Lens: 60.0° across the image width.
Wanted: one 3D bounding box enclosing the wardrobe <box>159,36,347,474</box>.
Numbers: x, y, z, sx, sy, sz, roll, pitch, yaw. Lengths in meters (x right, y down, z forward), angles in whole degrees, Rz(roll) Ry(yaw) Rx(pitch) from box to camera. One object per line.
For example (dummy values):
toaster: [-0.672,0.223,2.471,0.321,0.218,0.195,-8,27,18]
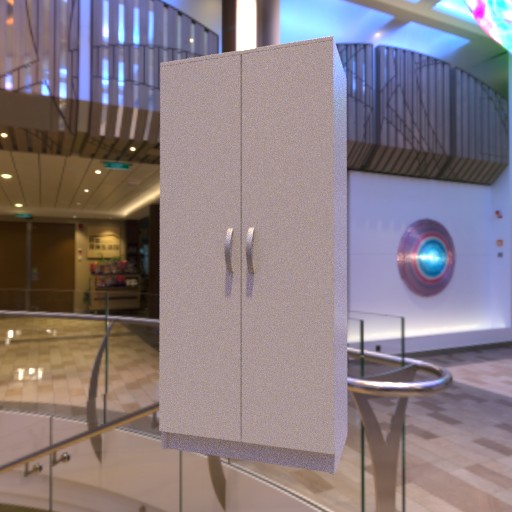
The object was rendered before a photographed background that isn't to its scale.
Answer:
wardrobe: [0.000,0.000,2.012,0.760,1.700,0.470,0,-1,18]
